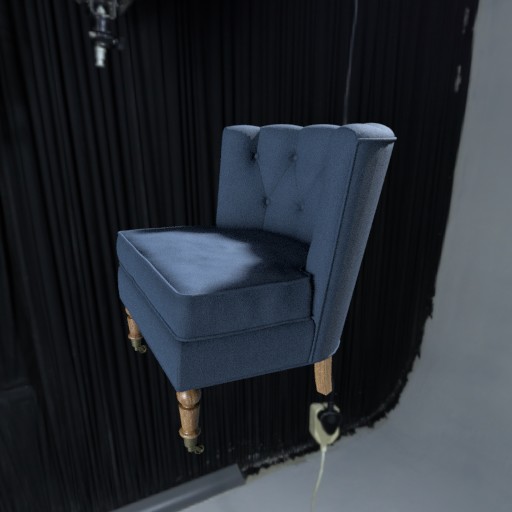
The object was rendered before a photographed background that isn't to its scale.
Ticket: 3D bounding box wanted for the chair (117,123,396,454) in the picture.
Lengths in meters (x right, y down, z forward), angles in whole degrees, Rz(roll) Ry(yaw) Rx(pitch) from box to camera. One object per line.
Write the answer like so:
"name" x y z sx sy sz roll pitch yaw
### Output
"chair" 0.000 0.000 1.346 0.718 0.771 0.740 -8 18 -26
